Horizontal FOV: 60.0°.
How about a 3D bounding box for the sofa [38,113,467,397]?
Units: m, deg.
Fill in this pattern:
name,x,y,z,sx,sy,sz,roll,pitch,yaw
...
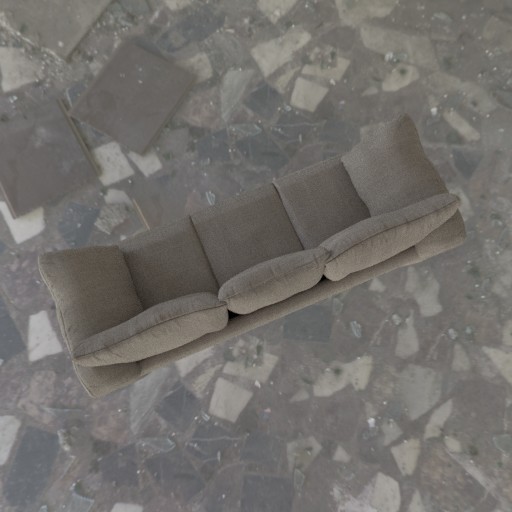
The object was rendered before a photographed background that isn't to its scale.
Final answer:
name,x,y,z,sx,sy,sz,roll,pitch,yaw
sofa,0.000,0.000,2.756,2.334,0.996,0.878,-22,78,-5
